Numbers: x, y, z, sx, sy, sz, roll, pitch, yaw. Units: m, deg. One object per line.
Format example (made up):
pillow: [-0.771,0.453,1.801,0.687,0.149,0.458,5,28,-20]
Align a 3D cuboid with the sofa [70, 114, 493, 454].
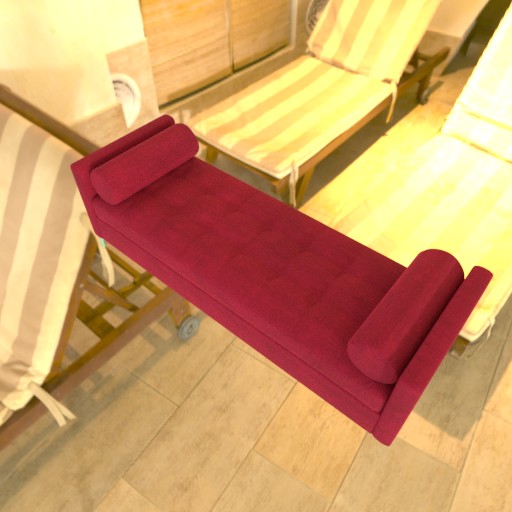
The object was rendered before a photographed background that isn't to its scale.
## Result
sofa: [0.000,0.000,2.280,1.981,0.635,0.686,31,55,26]
